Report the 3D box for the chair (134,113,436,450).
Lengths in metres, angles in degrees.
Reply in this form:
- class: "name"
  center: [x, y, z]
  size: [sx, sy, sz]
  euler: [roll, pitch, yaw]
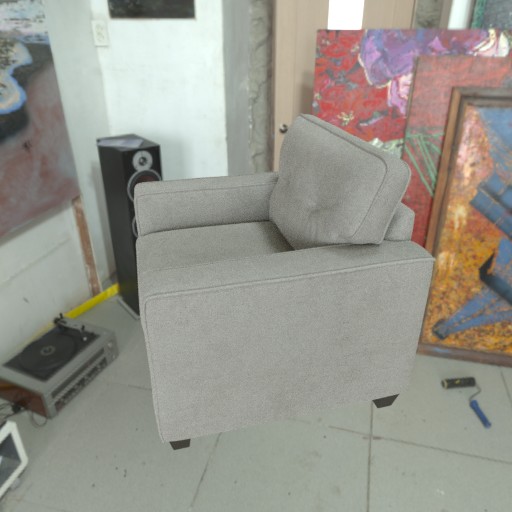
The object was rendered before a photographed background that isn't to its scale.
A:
- class: "chair"
  center: [0.000, 0.000, 1.789]
  size: [0.939, 0.965, 1.015]
  euler: [-7, 29, -13]
